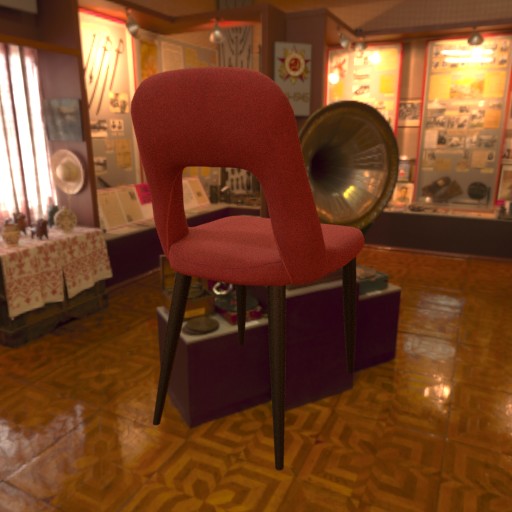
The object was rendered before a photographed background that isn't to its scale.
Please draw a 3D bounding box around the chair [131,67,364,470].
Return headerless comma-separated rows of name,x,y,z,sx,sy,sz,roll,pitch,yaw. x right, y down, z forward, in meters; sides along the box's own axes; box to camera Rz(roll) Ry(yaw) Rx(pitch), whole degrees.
chair,0.000,0.000,1.207,0.483,0.892,0.569,8,18,27
